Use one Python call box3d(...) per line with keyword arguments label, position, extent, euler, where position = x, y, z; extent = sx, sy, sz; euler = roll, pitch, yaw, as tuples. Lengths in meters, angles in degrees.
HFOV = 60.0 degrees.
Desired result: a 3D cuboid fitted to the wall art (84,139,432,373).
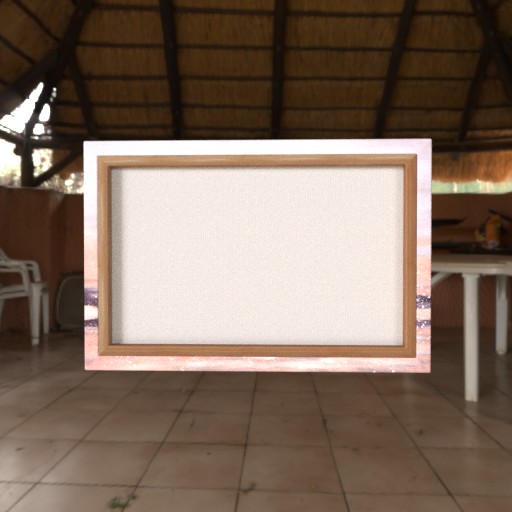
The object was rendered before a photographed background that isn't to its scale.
box3d(label="wall art", position=(0.000, 0.000, 1.182), extent=(0.913, 0.609, 0.038), euler=(0, 1, 2))
